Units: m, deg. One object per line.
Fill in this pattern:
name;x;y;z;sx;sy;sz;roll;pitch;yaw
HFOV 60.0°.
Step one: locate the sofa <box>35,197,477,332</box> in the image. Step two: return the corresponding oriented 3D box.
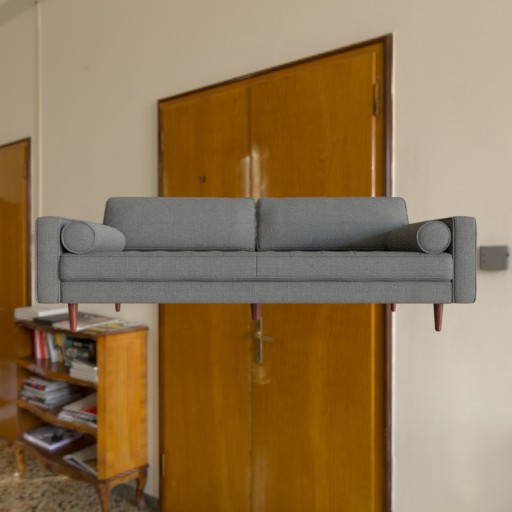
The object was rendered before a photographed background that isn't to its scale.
sofa;0.000;0.000;2.620;2.198;0.762;0.914;0;1;0
